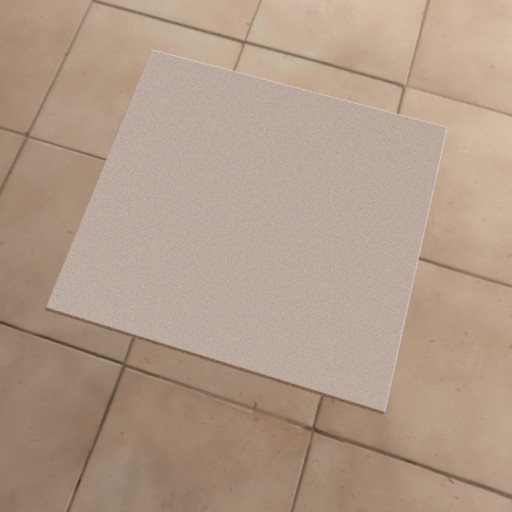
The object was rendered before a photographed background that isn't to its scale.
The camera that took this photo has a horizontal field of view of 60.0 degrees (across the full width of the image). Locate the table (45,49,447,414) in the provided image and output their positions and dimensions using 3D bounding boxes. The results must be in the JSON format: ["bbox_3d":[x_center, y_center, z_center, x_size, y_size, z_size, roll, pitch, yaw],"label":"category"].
[{"bbox_3d":[0.000,0.000,0.786,0.420,0.460,0.380,16,77,4],"label":"table"}]
